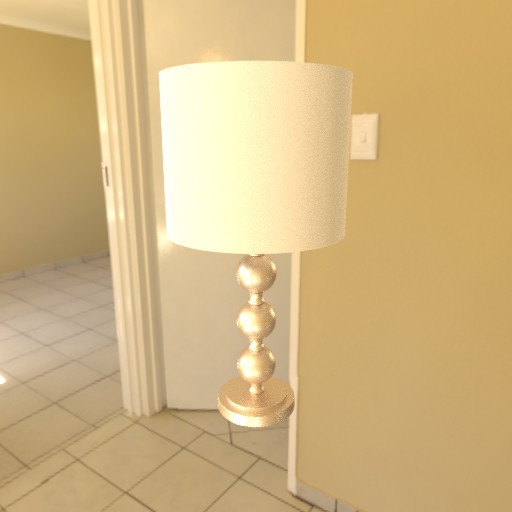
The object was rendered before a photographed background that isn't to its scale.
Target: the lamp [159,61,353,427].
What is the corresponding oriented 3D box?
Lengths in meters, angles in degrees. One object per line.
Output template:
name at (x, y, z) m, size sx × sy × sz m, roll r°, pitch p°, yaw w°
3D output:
lamp at (0.000, 0.000, 0.710) m, size 0.277 × 0.538 × 0.277 m, roll 7°, pitch 17°, yaw 26°
